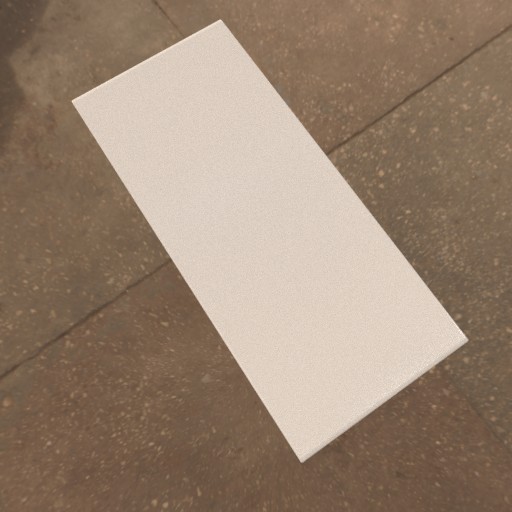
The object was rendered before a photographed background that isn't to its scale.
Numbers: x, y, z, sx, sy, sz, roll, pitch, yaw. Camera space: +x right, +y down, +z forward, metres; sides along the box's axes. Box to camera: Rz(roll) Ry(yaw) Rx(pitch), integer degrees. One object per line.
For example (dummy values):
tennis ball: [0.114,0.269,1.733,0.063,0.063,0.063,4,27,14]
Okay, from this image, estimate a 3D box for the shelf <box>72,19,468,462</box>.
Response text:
shelf: [0.000,0.000,1.276,0.396,0.732,0.895,-33,78,-8]
